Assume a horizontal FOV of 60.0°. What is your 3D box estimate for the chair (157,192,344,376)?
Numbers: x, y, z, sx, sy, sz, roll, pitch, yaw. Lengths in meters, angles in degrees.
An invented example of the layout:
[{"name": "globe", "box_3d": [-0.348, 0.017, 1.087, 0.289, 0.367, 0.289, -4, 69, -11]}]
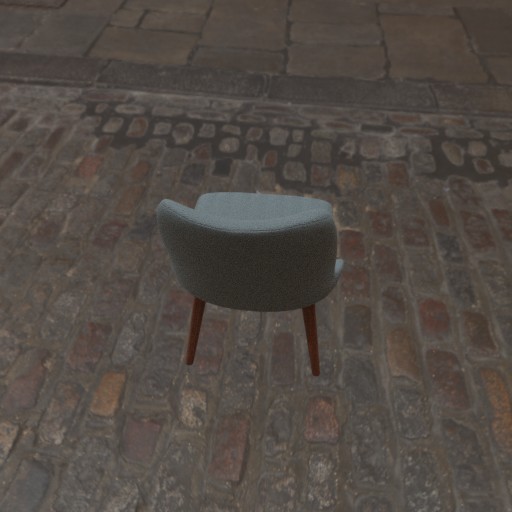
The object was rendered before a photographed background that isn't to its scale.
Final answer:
[{"name": "chair", "box_3d": [0.000, 0.000, 1.358, 0.535, 0.918, 0.707, 5, 48, 4]}]
